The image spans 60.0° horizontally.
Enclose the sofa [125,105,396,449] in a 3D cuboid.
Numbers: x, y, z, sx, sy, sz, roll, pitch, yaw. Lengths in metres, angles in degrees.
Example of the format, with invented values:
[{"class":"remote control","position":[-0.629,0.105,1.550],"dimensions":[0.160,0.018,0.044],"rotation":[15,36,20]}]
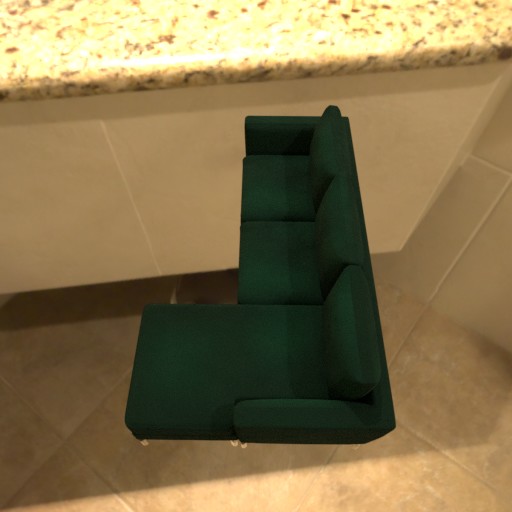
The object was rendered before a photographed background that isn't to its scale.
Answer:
[{"class":"sofa","position":[0.000,0.000,3.152],"dimensions":[1.489,1.007,2.441],"rotation":[1,57,0]}]
